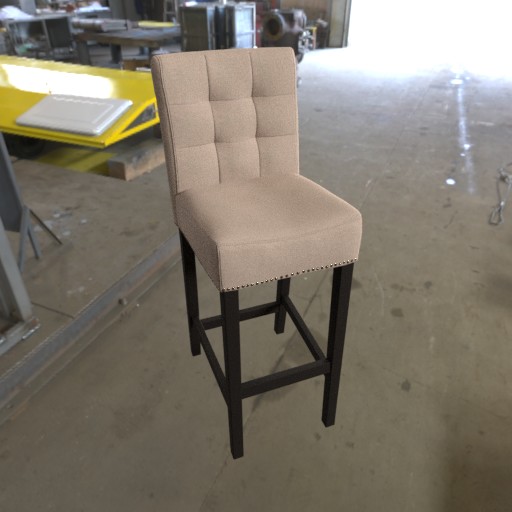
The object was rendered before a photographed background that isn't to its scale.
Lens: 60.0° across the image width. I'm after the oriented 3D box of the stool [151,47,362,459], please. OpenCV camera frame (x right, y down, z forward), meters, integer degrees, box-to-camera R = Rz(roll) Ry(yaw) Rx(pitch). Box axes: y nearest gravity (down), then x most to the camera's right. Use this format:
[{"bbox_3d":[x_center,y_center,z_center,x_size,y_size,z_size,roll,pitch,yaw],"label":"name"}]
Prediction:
[{"bbox_3d":[0.000,0.000,1.304,0.411,1.047,0.548,-12,35,-17],"label":"stool"}]
